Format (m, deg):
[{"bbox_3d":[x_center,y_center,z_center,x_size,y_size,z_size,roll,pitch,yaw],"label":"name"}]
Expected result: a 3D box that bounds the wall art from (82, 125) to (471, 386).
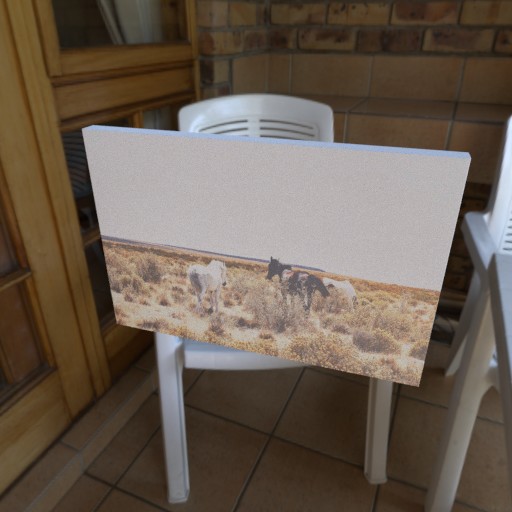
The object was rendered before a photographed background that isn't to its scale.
[{"bbox_3d":[0.000,0.000,1.167,0.914,0.610,0.050,8,29,15],"label":"wall art"}]
